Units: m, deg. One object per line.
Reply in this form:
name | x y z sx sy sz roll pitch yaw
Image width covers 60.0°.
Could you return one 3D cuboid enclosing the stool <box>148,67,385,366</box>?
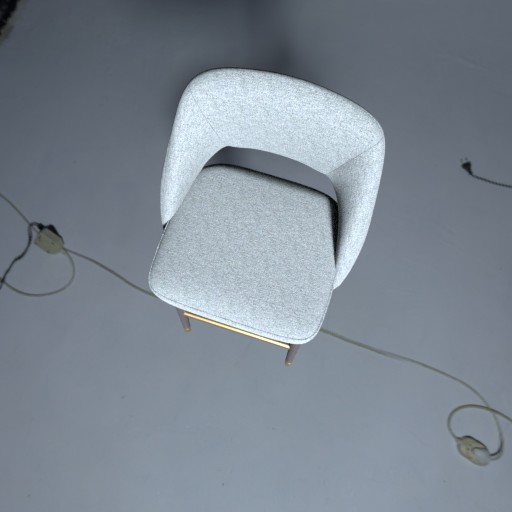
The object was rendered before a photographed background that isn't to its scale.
stool | 0.000 0.000 1.385 0.536 1.089 0.524 17 75 5
